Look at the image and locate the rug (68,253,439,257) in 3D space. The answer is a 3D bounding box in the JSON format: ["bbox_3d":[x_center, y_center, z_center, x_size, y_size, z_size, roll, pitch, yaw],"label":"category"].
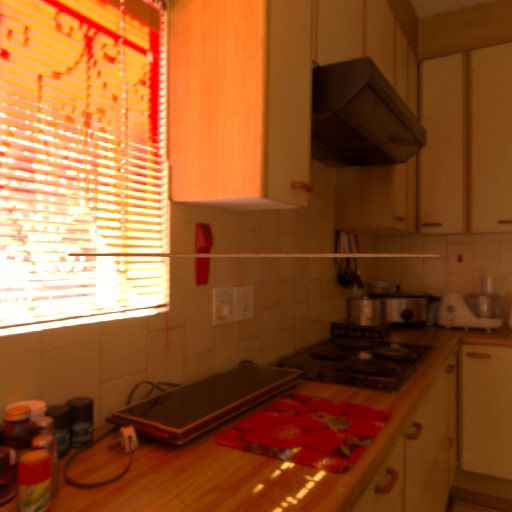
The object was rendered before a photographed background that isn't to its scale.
[{"bbox_3d":[0.000,0.000,2.357,1.219,0.010,1.829,0,0,1],"label":"rug"}]
